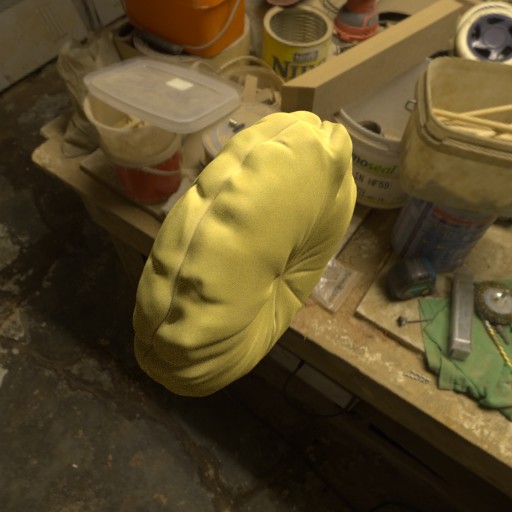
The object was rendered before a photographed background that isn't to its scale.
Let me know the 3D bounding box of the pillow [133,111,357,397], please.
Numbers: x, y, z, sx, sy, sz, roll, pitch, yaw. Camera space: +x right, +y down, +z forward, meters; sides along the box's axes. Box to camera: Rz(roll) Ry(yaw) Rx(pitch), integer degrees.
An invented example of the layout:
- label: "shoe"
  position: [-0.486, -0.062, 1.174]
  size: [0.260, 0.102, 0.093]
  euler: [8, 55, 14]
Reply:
- label: "pillow"
  position: [0.000, 0.000, 0.629]
  size: [0.148, 0.407, 0.428]
  euler: [32, 63, 19]
